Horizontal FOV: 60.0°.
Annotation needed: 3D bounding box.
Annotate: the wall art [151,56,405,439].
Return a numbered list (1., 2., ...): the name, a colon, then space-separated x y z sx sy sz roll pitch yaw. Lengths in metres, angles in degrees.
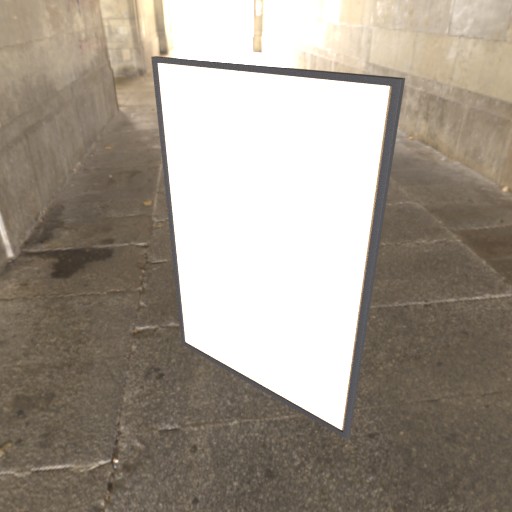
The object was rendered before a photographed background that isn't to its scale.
1. wall art: 0.000 0.000 0.827 0.457 0.657 0.013 21 35 32
